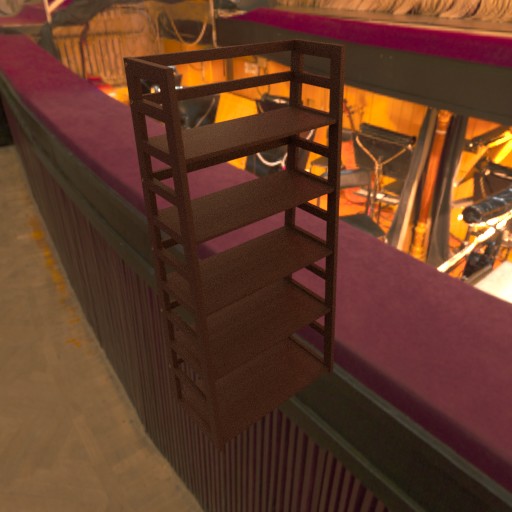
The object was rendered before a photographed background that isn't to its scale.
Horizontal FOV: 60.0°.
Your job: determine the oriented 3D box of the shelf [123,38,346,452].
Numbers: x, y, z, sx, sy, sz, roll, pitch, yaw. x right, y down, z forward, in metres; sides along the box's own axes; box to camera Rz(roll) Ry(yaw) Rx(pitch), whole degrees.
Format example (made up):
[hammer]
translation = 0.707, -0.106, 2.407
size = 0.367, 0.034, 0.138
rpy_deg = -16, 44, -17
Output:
[shelf]
translation = 0.000, 0.000, 1.905
size = 0.763, 1.600, 0.403
rpy_deg = -24, 40, -33
